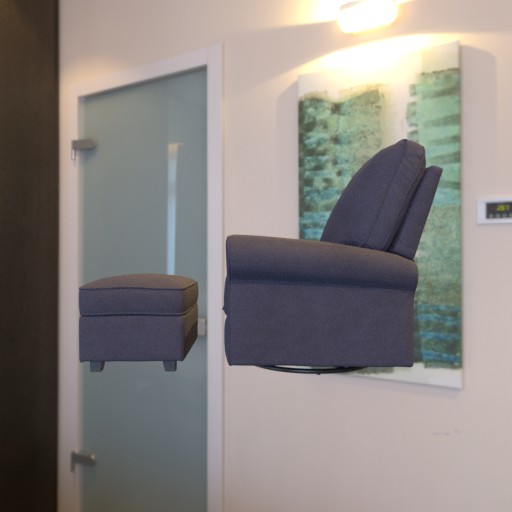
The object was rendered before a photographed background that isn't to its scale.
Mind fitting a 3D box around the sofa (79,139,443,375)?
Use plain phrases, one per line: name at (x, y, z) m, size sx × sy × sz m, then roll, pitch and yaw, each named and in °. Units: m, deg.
sofa at (0.000, 0.000, 2.078) m, size 1.478 × 0.959 × 0.880 m, roll 0°, pitch 0°, yaw -1°
